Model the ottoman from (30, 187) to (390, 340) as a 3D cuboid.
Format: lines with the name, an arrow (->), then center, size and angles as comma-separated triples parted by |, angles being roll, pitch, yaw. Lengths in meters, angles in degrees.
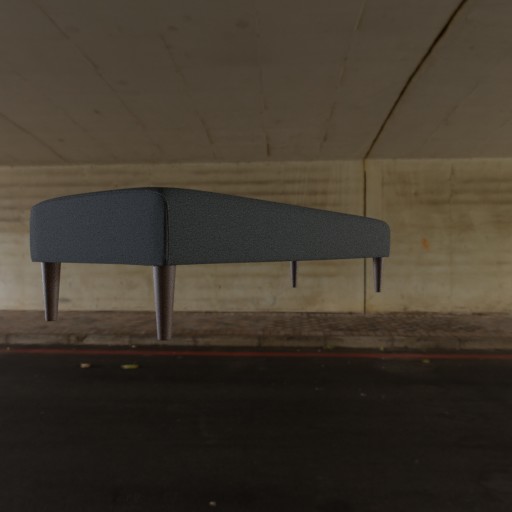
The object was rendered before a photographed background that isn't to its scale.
ottoman -> 0.000, 0.000, 1.862 | 0.646, 0.393, 1.609 | 1, 1, 35
